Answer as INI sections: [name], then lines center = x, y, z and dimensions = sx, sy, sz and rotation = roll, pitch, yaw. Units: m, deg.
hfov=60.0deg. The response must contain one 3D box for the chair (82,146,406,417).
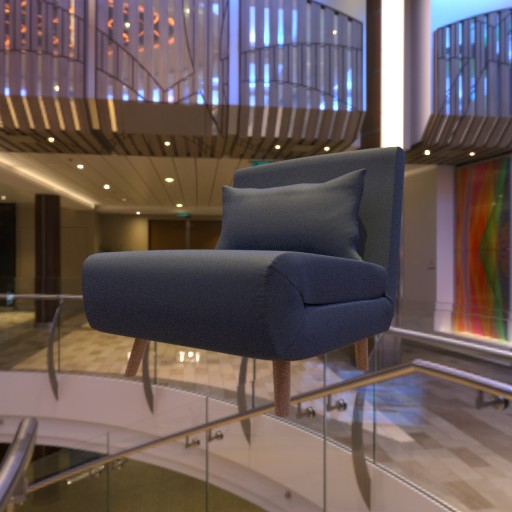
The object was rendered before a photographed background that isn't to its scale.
[chair]
center = 0.000, 0.000, 1.531
dimensions = 0.770, 0.808, 0.900
rotation = 0, 0, 37
